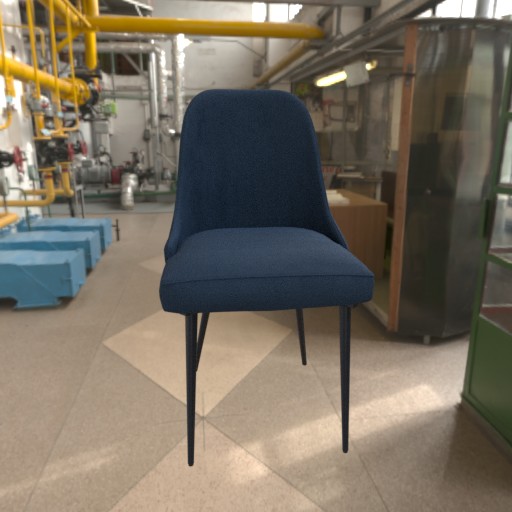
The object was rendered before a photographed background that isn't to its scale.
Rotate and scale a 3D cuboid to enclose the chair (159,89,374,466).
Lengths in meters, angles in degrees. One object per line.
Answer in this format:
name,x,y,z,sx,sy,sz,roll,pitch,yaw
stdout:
chair,0.000,0.000,1.198,0.478,0.896,0.559,-2,15,-7
